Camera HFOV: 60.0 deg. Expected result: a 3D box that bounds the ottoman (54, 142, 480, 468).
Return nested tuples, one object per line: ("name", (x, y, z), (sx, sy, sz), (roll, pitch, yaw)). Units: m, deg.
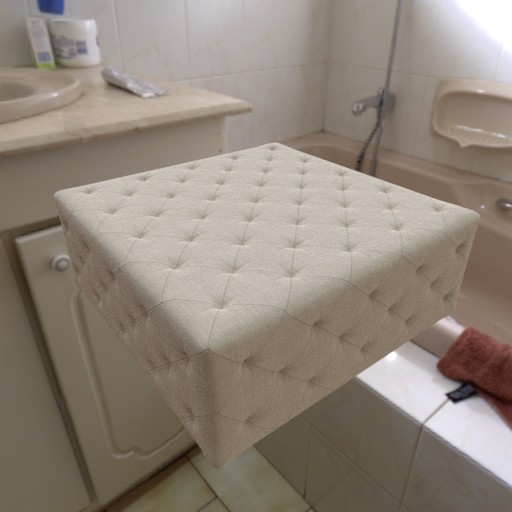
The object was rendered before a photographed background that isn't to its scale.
("ottoman", (0.000, 0.000, 1.575), (1.028, 0.439, 1.028), (-21, 36, -32))
